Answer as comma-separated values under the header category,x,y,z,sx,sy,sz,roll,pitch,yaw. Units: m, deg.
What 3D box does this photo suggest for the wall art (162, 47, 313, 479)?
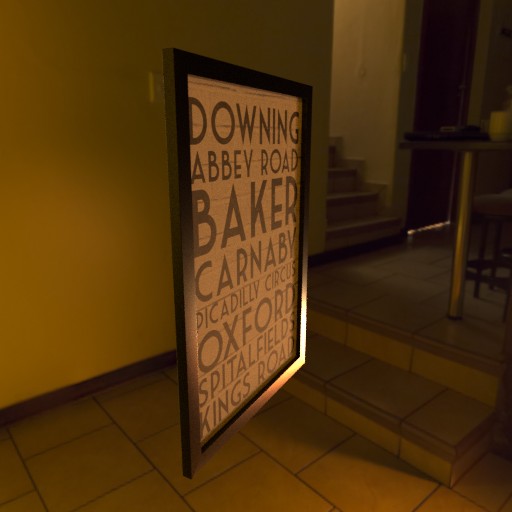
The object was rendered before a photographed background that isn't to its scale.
category,x,y,z,sx,sy,sz,roll,pitch,yaw
wall art,0.000,0.000,0.558,0.013,0.432,0.304,8,16,29
